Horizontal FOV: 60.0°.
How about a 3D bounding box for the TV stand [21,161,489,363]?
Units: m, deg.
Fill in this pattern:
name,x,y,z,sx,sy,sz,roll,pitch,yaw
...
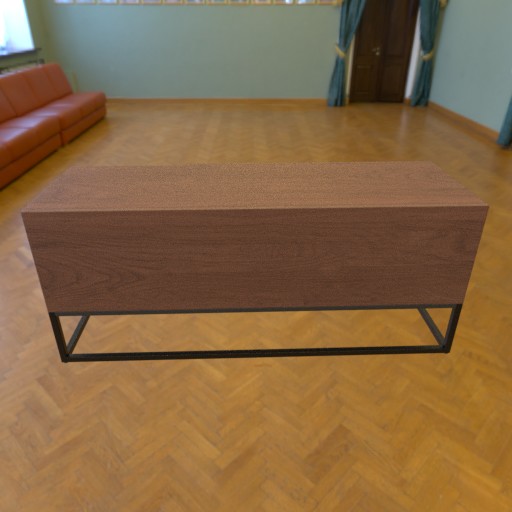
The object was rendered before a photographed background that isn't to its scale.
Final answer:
name,x,y,z,sx,sy,sz,roll,pitch,yaw
TV stand,0.000,0.000,1.433,1.200,0.500,0.415,-1,29,-2
